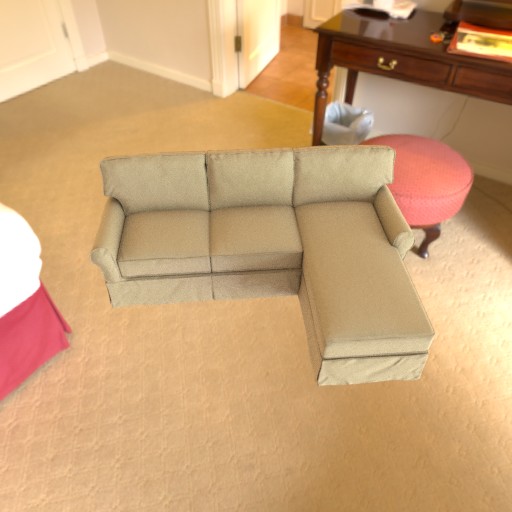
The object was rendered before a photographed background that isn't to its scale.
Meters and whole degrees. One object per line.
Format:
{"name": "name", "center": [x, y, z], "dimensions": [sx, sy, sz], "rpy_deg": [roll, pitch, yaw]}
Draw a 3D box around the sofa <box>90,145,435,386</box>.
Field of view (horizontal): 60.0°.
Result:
{"name": "sofa", "center": [0.000, 0.000, 3.390], "dimensions": [2.475, 0.978, 1.733], "rpy_deg": [-3, 44, -3]}
